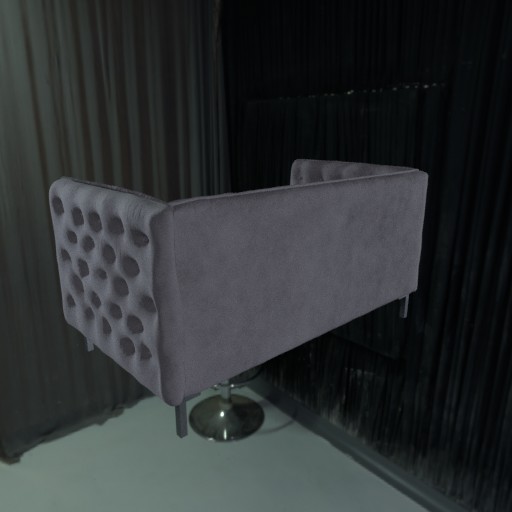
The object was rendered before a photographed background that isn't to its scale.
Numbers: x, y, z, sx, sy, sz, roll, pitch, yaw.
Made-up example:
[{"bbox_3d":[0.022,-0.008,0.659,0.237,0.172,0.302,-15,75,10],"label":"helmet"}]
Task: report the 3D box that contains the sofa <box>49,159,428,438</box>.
[{"bbox_3d":[0.000,0.000,2.126,1.583,0.810,0.909,-14,22,-40],"label":"sofa"}]
